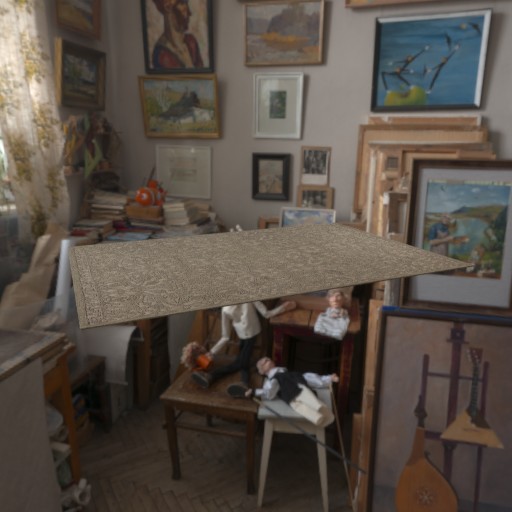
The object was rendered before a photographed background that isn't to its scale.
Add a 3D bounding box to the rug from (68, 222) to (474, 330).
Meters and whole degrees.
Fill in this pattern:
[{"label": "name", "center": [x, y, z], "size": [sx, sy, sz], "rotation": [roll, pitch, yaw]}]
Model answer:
[{"label": "rug", "center": [0.000, 0.000, 2.375], "size": [1.827, 0.006, 1.221], "rotation": [-7, 17, -23]}]
